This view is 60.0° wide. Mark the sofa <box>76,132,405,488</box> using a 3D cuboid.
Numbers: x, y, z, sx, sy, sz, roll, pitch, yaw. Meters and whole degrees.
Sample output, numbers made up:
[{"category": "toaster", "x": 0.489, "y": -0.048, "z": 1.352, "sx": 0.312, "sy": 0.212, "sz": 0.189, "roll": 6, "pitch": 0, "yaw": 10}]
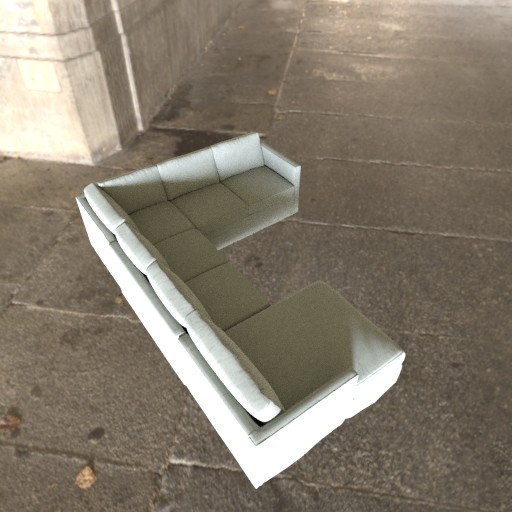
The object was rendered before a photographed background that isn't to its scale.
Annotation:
[{"category": "sofa", "x": 0.000, "y": 0.000, "z": 4.499, "sx": 2.440, "sy": 0.869, "sz": 3.434, "roll": -26, "pitch": 48, "yaw": -26}]
